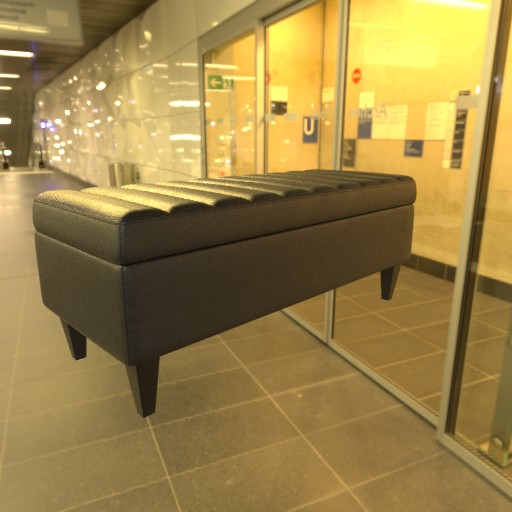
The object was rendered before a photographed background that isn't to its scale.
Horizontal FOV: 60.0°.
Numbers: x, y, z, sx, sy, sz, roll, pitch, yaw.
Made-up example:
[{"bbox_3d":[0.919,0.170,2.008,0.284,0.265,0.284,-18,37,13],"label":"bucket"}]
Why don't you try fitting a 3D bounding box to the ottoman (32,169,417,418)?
[{"bbox_3d":[0.000,0.000,1.392,1.151,0.469,0.482,-14,21,-42],"label":"ottoman"}]
